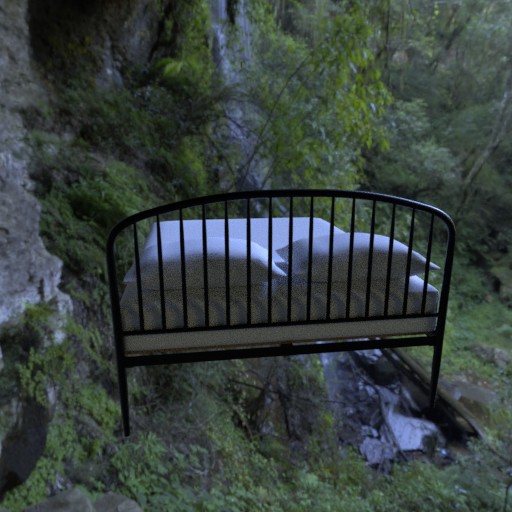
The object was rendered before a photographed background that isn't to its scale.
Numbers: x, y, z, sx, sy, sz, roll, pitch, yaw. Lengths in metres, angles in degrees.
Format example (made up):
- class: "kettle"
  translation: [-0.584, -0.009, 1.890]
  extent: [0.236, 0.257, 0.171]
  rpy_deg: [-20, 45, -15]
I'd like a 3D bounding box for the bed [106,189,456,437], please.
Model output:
- class: "bed"
  translation: [0.000, 0.000, 3.108]
  extent: [1.618, 1.166, 2.159]
  rpy_deg: [-2, 15, -8]
